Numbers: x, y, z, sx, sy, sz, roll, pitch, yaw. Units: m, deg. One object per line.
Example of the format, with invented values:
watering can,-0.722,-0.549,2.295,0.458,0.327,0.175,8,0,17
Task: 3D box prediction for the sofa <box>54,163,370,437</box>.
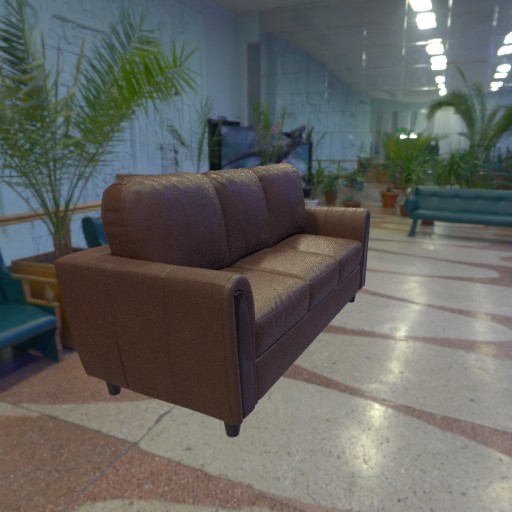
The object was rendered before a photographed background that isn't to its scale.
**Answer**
sofa,0.000,0.000,2.340,0.802,0.915,1.862,7,15,26
